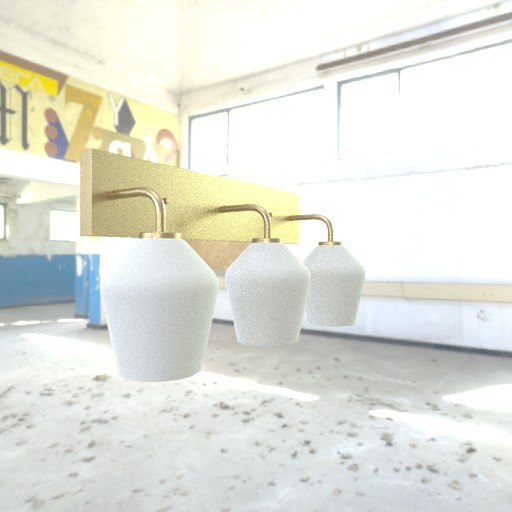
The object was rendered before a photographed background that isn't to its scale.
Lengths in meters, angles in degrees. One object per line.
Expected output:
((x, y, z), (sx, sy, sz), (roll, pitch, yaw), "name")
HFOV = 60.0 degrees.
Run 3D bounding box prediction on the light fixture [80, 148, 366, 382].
((0.000, 0.000, 0.748), (0.190, 0.280, 0.609), (0, 0, 36), "light fixture")
